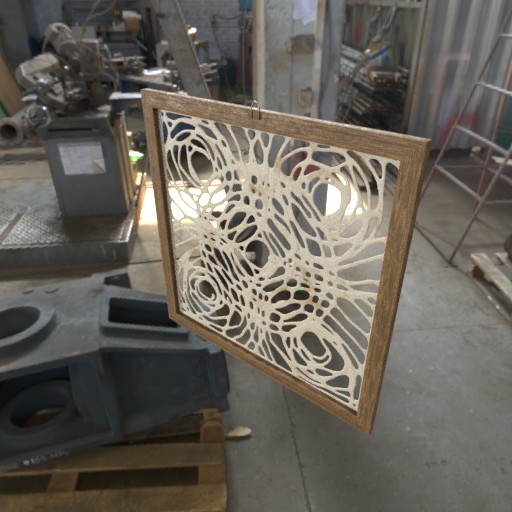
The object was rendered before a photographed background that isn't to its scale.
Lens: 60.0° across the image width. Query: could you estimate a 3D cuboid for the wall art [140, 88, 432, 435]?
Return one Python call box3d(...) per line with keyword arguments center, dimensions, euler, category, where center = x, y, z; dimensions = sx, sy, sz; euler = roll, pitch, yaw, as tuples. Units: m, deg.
box3d(center=(0.000, 0.000, 0.848), dimensions=(0.561, 0.576, 0.021), euler=(22, 37, 33), category="wall art")
